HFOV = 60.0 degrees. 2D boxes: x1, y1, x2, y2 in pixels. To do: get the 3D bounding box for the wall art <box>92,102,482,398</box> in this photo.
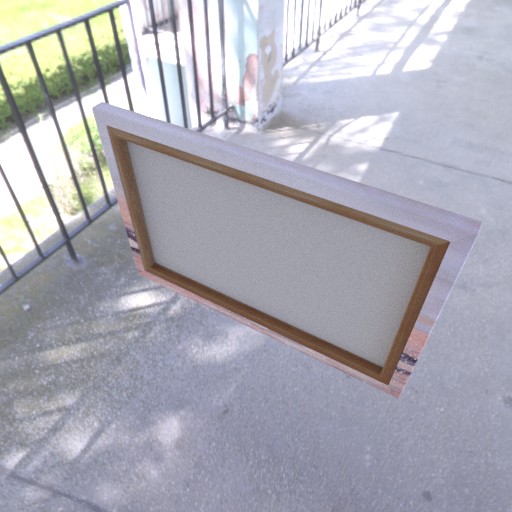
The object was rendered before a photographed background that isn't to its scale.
[{"bbox_3d":[0.000,0.000,1.155,0.913,0.609,0.038,22,50,21],"label":"wall art"}]
